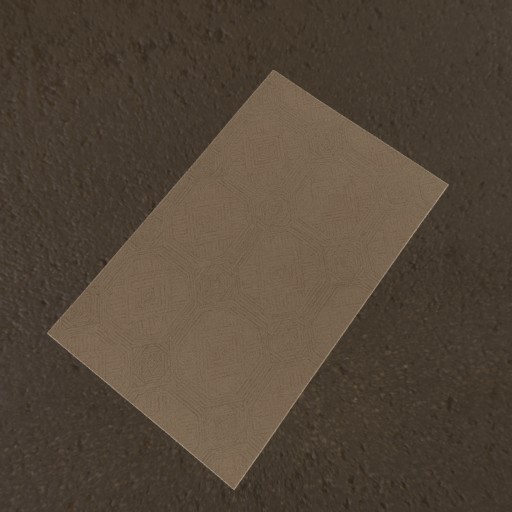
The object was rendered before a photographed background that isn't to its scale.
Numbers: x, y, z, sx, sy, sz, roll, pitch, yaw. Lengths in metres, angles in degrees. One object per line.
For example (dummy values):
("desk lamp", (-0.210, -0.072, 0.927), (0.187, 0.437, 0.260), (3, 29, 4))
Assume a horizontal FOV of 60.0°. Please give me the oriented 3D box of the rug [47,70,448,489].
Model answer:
("rug", (0.000, 0.000, 2.972), (1.524, 0.008, 2.440), (36, 79, 8))
